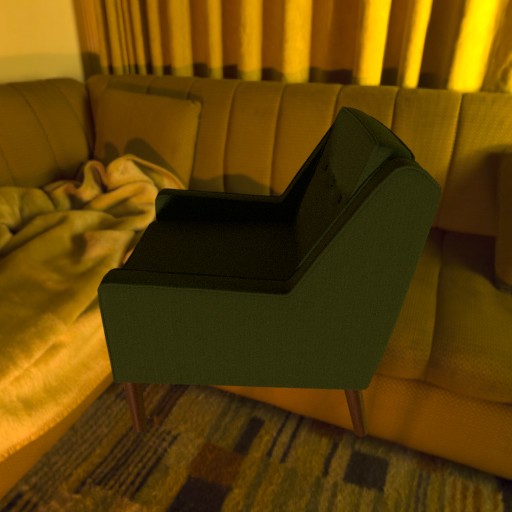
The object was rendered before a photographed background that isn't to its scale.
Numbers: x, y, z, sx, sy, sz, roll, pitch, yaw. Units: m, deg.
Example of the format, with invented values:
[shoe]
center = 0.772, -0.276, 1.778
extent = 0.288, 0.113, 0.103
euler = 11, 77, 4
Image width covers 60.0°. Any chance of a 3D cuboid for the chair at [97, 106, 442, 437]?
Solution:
[chair]
center = 0.000, 0.000, 1.303
extent = 0.743, 0.792, 0.663
euler = 1, 28, 1
